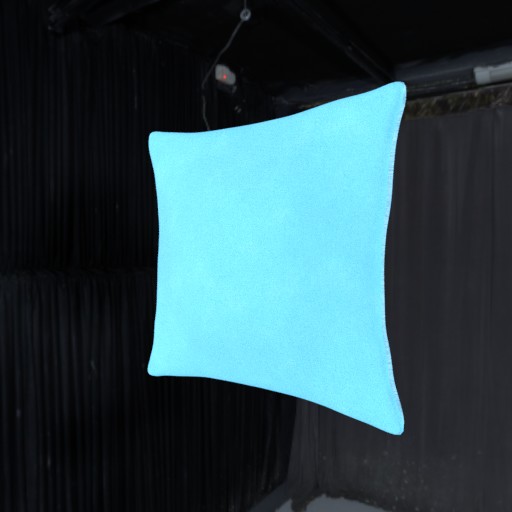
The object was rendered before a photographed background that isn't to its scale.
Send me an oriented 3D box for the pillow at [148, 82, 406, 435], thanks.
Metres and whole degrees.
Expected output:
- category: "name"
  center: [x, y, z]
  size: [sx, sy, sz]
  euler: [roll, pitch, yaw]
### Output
- category: "pillow"
  center: [0.000, 0.000, 0.644]
  size: [0.433, 0.415, 0.151]
  euler: [1, 2, 35]
